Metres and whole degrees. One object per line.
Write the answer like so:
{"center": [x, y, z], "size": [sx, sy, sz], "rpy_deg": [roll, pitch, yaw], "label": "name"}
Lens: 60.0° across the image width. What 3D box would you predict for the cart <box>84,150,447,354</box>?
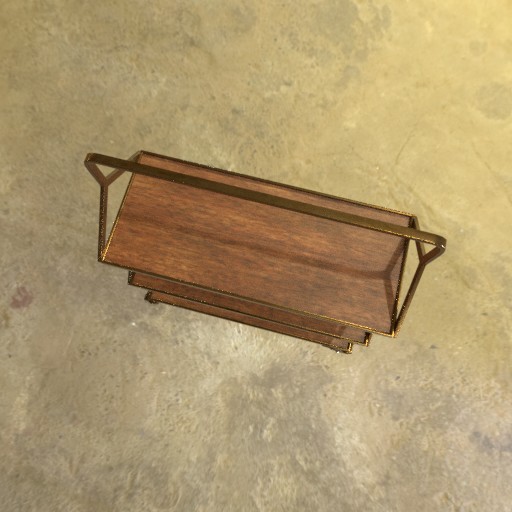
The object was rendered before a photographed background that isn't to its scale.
{"center": [0.000, 0.000, 1.182], "size": [0.723, 0.805, 0.313], "rpy_deg": [14, 75, 4], "label": "cart"}
